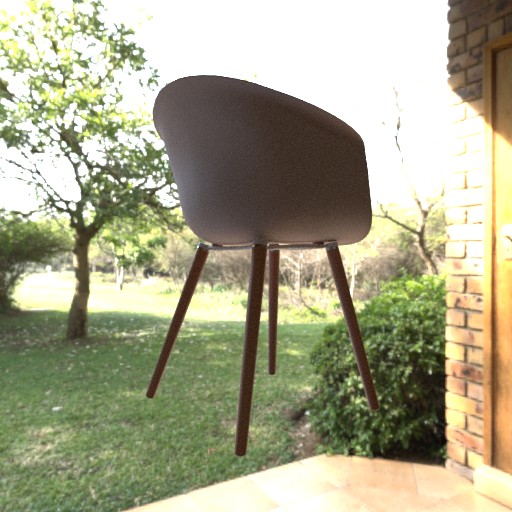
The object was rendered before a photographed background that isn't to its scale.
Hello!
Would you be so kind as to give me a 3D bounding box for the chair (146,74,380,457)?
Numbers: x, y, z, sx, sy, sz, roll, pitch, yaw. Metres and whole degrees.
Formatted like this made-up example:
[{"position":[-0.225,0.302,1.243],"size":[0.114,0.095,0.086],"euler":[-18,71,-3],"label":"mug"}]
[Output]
[{"position":[0.000,0.000,1.156],"size":[0.504,0.781,0.593],"euler":[0,0,-36],"label":"chair"}]
